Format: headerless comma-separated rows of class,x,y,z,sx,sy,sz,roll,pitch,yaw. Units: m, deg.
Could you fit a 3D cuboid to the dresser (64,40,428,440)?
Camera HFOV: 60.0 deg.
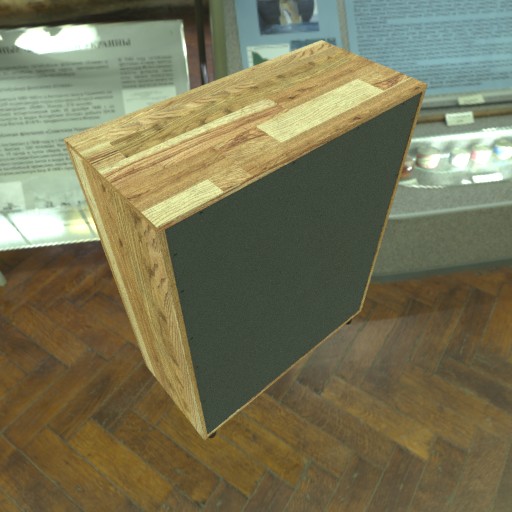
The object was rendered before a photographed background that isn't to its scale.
dresser,0.000,0.000,1.709,0.966,1.243,0.480,-32,55,-27
